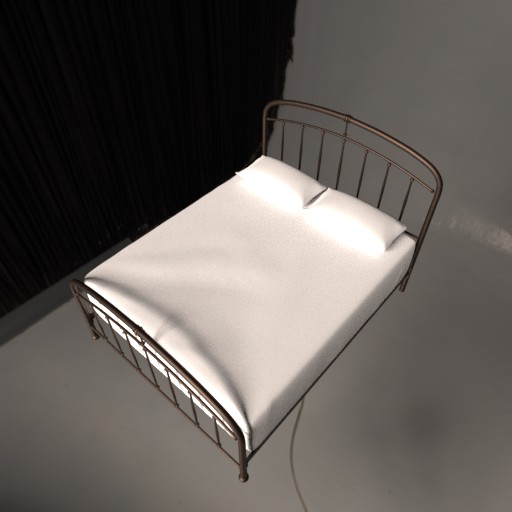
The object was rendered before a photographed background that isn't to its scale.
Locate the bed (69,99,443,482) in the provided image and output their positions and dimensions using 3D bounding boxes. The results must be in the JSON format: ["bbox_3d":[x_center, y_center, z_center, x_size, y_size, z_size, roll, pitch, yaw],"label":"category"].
[{"bbox_3d":[0.000,0.000,3.317,1.711,1.425,2.180,32,54,27],"label":"bed"}]
